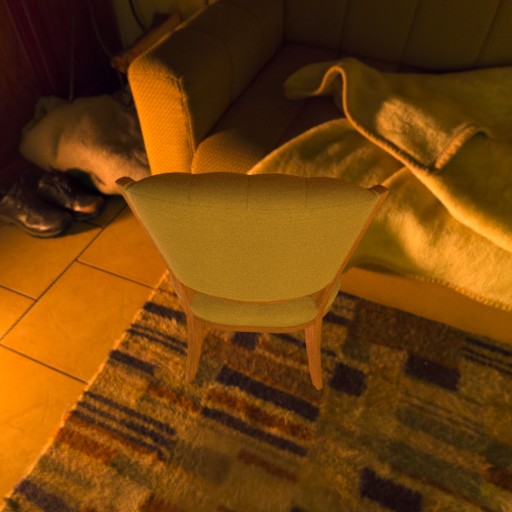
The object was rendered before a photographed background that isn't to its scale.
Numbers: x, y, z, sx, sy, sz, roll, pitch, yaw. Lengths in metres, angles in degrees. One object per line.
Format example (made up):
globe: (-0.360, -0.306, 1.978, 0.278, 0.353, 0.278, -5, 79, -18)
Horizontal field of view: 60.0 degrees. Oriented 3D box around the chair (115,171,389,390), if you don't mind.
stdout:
chair: (0.000, 0.000, 1.235, 0.513, 0.905, 0.584, 2, 48, 2)
